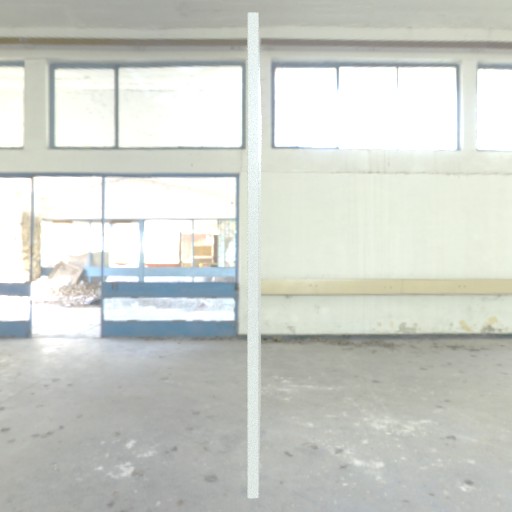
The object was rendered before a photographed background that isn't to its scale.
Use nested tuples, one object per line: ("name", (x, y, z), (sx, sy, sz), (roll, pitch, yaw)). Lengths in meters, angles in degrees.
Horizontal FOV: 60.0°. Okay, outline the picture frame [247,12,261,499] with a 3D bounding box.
("picture frame", (0.000, 0.000, 0.675), (0.012, 0.534, 0.381), (0, -1, 1))
